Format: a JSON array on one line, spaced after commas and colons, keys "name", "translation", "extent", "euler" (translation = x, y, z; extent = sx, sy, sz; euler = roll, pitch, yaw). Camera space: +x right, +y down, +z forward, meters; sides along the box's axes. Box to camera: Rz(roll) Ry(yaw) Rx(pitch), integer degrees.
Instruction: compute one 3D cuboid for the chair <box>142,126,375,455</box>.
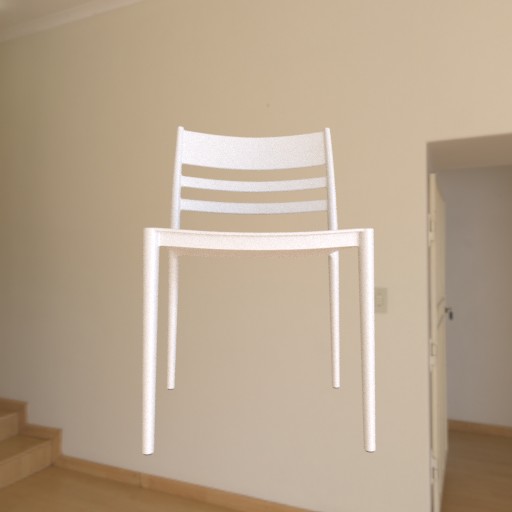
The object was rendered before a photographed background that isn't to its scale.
[{"name": "chair", "translation": [0.000, 0.000, 1.144], "extent": [0.531, 0.800, 0.511], "euler": [0, -2, -2]}]
